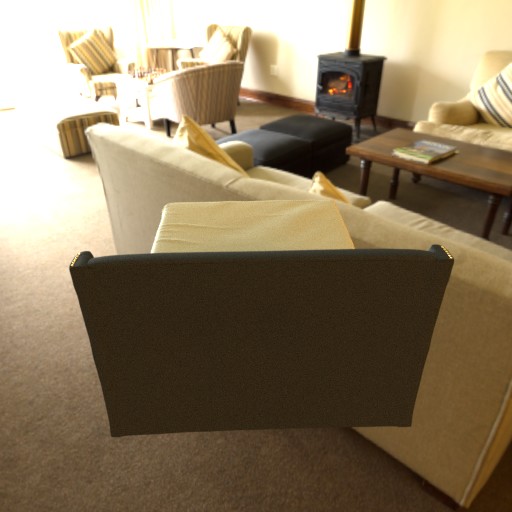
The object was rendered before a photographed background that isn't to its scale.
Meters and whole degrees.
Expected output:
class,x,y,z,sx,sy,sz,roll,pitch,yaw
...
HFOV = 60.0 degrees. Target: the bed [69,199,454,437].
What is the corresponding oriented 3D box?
class,x,y,z,sx,sy,sz,roll,pitch,yaw
bed,0.000,0.000,3.455,1.925,1.332,2.276,-1,31,-2
